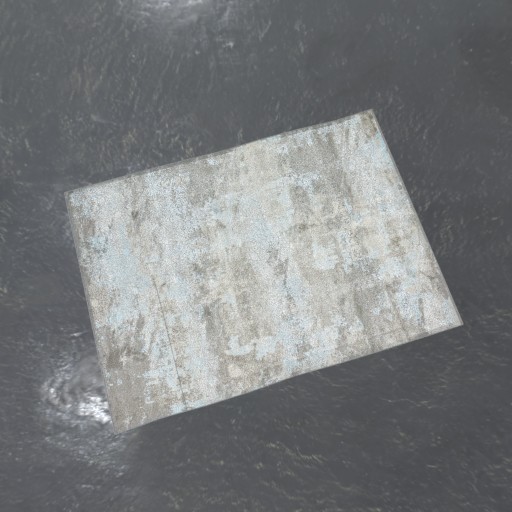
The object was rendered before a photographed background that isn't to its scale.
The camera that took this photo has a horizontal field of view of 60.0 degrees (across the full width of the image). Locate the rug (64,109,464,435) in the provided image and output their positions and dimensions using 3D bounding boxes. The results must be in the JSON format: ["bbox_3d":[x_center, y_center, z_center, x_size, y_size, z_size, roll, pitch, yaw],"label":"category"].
[{"bbox_3d":[0.000,0.000,4.290,3.307,0.013,2.393,-16,76,-4],"label":"rug"}]
